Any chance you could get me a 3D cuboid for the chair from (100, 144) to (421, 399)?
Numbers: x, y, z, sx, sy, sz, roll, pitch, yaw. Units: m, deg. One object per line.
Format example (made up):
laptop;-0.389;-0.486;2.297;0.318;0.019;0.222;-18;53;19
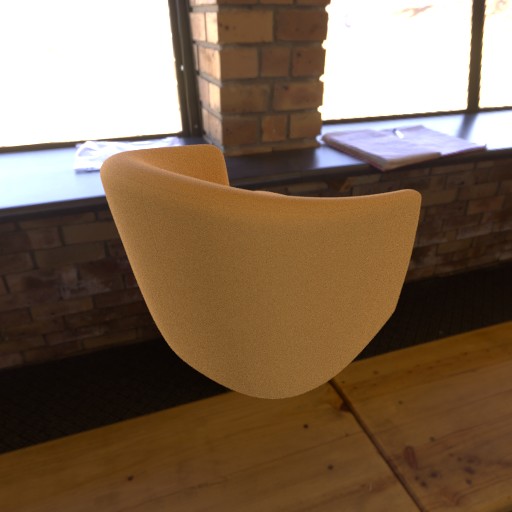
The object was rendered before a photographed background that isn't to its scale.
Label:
chair;0.000;0.000;1.343;0.773;0.698;0.767;21;35;33
